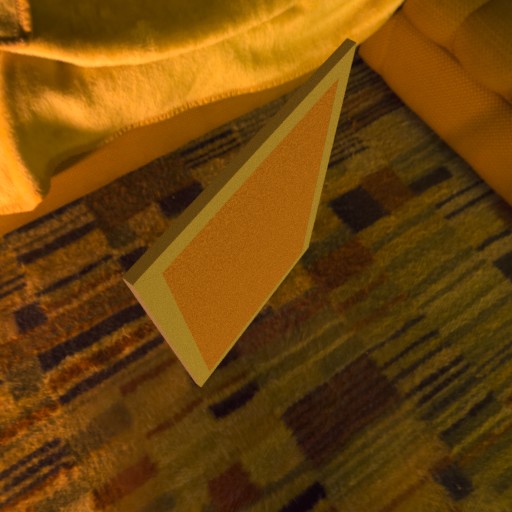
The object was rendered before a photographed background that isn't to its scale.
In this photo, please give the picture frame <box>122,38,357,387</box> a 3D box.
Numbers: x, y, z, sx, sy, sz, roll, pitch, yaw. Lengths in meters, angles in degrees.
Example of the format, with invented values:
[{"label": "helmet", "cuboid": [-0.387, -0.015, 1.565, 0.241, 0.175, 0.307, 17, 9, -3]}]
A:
[{"label": "picture frame", "cuboid": [0.000, 0.000, 0.596, 0.011, 0.459, 0.326, 34, 69, 15]}]
